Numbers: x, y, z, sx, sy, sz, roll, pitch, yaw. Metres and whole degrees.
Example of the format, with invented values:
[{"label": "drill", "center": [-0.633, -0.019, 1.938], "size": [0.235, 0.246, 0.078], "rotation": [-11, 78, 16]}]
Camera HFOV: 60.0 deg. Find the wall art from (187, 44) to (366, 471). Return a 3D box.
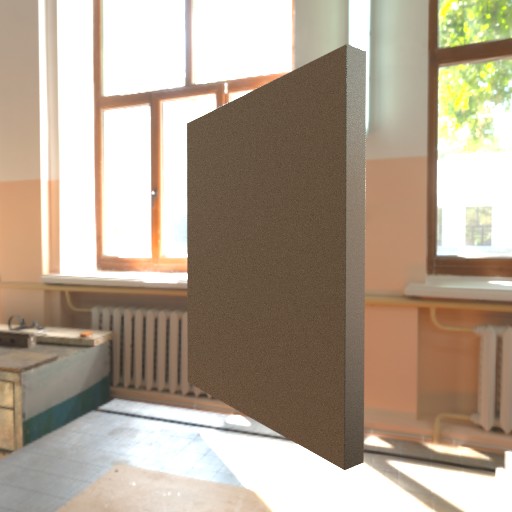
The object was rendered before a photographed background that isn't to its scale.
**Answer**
[{"label": "wall art", "center": [0.000, 0.000, 0.765], "size": [0.038, 0.549, 0.452], "rotation": [-1, 2, -35]}]
